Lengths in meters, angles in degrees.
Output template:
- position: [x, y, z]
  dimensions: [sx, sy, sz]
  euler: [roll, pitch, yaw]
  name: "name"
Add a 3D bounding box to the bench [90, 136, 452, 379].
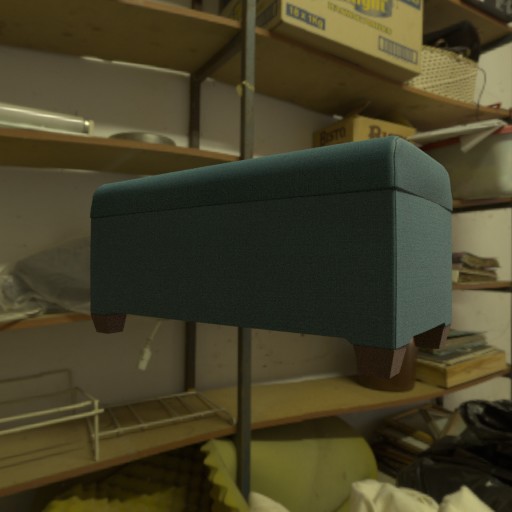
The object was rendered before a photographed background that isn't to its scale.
- position: [0.000, 0.000, 1.278]
  dimensions: [0.995, 0.474, 0.476]
  euler: [-1, -1, 36]
  name: "bench"
